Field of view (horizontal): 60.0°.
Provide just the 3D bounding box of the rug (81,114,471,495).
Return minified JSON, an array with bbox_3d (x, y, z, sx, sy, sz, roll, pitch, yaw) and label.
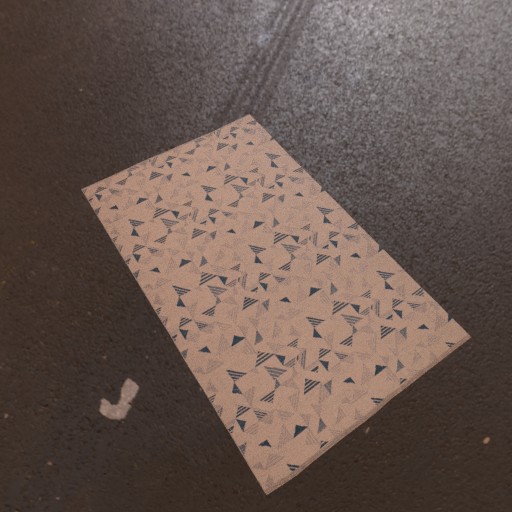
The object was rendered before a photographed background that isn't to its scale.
[{"bbox_3d":[0.000,0.000,3.007,1.512,0.009,2.457,-30,62,-18],"label":"rug"}]
